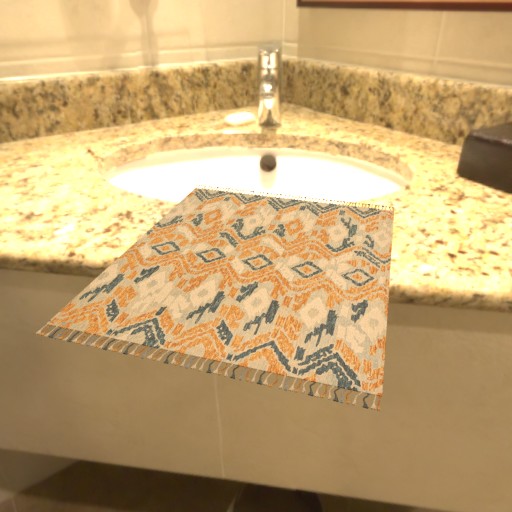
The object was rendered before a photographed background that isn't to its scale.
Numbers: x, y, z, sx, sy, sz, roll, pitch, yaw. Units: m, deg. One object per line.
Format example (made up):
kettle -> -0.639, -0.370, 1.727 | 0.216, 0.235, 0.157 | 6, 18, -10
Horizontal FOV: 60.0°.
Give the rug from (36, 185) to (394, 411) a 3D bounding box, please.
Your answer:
rug -> 0.000, 0.000, 4.166 | 2.439, 0.010, 3.048 | 9, 32, 14
